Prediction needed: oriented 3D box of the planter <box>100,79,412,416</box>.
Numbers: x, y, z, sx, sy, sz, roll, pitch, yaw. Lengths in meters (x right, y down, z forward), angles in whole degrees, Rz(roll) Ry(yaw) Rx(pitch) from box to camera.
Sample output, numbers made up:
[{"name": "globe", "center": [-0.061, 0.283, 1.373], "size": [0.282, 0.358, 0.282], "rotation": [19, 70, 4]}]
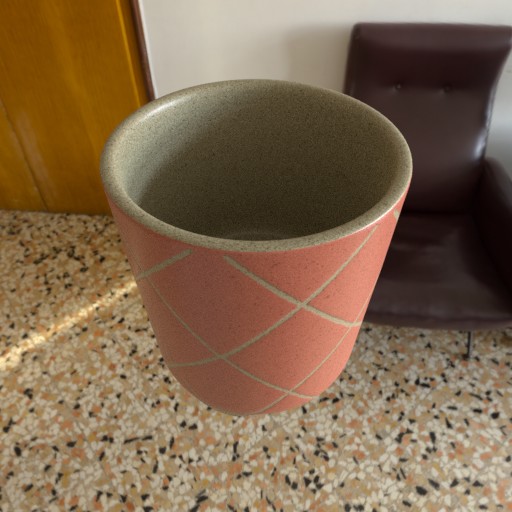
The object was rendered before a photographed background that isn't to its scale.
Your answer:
[{"name": "planter", "center": [0.000, 0.000, 0.347], "size": [0.191, 0.200, 0.191], "rotation": [0, 45, 0]}]
